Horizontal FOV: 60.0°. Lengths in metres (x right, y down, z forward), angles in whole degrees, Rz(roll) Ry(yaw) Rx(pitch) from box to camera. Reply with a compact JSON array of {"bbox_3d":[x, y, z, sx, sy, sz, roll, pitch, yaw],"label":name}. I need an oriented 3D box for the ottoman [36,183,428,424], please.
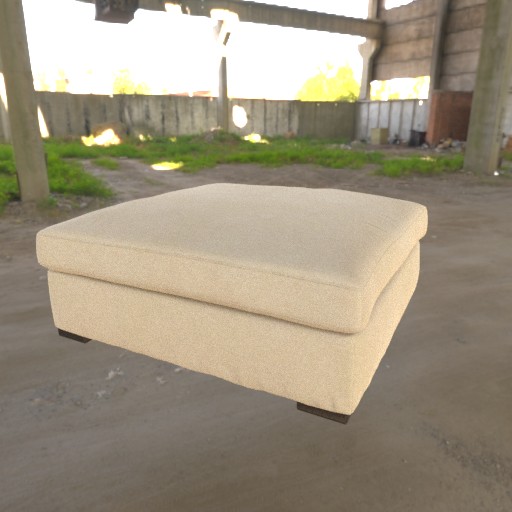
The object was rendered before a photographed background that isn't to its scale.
[{"bbox_3d":[0.000,0.000,1.858,1.205,0.522,1.190,9,19,26],"label":"ottoman"}]
